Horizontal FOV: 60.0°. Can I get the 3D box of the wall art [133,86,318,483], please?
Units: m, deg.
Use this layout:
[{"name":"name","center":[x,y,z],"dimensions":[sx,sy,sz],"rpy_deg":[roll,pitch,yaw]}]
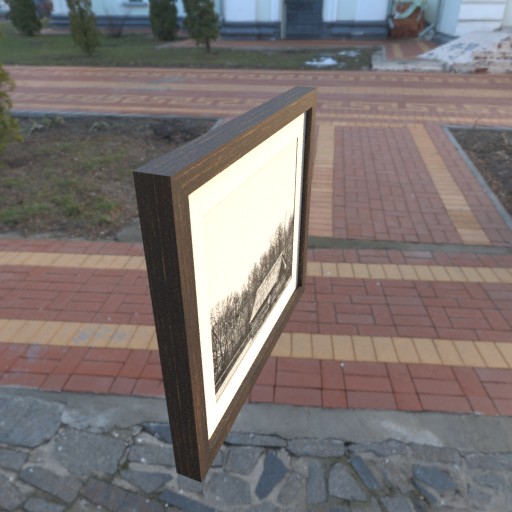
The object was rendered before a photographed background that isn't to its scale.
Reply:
[{"name":"wall art","center":[0.000,0.000,0.534],"dimensions":[0.031,0.330,0.381],"rpy_deg":[11,32,19]}]
